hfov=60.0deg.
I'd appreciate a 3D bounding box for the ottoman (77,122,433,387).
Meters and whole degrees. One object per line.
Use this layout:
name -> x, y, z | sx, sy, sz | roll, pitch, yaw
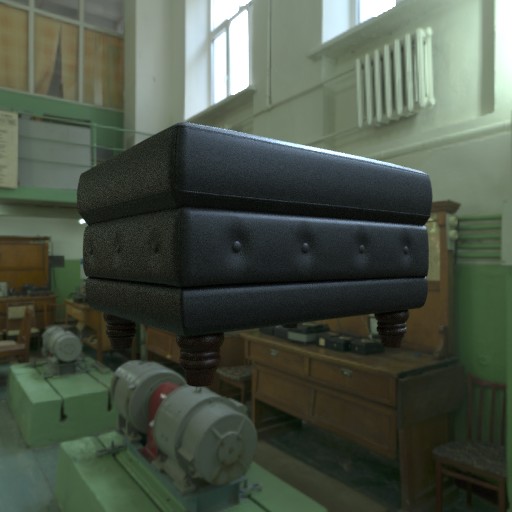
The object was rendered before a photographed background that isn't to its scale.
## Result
ottoman -> 0.000, 0.000, 1.208 | 0.795, 0.498, 0.590 | 0, 0, -37
